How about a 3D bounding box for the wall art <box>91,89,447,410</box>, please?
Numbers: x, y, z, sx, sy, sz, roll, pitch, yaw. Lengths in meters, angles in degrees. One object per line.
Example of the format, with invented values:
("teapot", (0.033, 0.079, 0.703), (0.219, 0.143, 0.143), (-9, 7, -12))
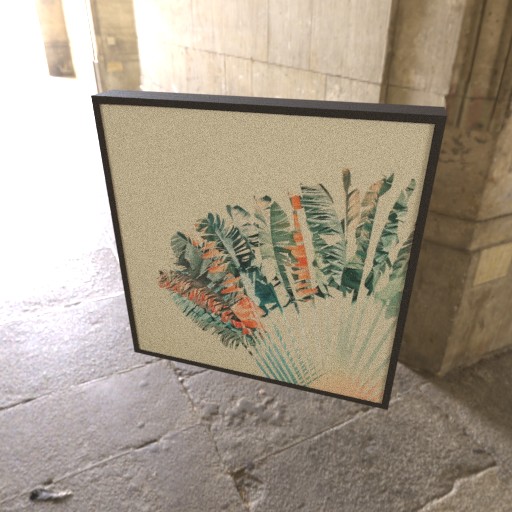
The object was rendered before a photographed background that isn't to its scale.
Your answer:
("wall art", (0.000, 0.000, 0.448), (0.302, 0.300, 0.036), (9, 30, 15))
